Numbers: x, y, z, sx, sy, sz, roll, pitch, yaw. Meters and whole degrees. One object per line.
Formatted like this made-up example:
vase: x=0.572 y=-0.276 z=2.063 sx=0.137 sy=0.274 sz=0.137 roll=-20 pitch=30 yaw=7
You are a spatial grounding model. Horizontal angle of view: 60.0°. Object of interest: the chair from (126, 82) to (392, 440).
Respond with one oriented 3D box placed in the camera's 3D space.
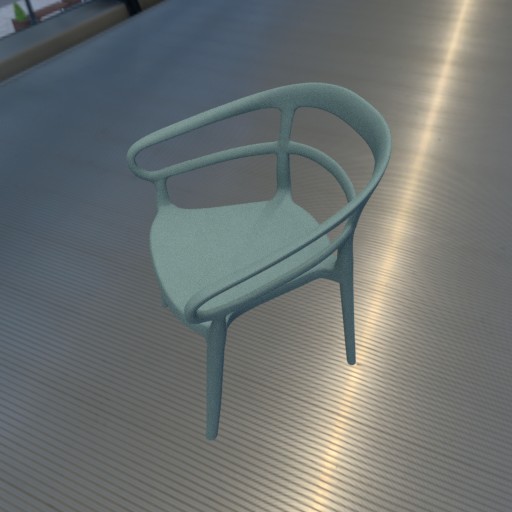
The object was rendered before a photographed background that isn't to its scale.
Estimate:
chair: x=0.000 y=0.000 z=1.169 sx=0.527 sy=0.761 sz=0.559 roll=-16 pitch=47 yaw=-16
